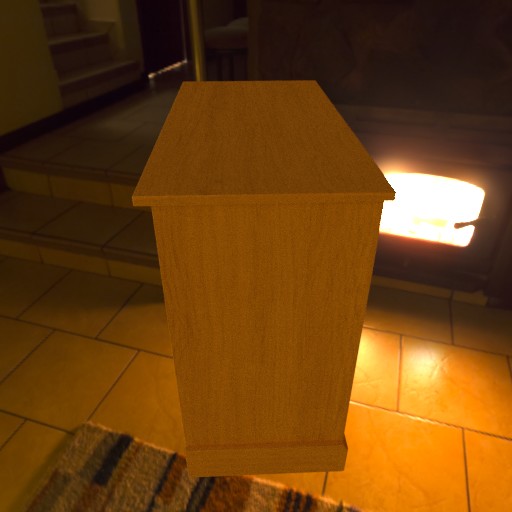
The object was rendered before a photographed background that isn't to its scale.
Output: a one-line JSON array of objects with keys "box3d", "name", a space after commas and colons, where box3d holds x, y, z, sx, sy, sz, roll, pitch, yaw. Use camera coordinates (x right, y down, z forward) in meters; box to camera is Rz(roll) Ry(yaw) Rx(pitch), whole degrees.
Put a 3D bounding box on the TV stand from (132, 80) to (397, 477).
[{"box3d": [0.000, 0.000, 1.281, 0.430, 0.787, 0.851, -1, 33, -2], "name": "TV stand"}]
